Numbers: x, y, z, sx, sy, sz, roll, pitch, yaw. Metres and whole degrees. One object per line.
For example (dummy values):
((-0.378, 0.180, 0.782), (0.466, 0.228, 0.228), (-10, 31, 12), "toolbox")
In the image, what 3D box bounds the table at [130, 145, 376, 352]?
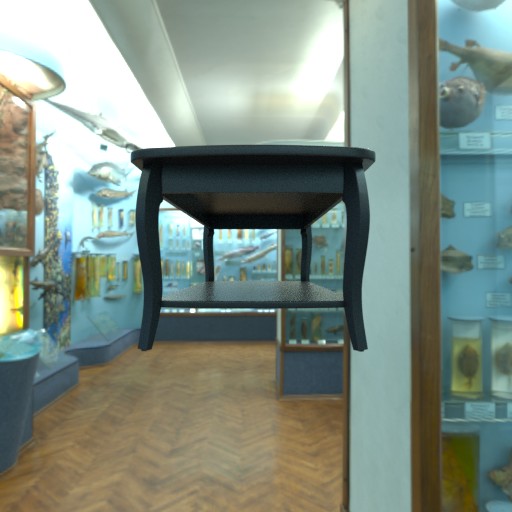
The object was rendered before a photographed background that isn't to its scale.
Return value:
((0.000, 0.000, 1.613), (0.571, 0.457, 1.333), (0, -1, 1), "table")
